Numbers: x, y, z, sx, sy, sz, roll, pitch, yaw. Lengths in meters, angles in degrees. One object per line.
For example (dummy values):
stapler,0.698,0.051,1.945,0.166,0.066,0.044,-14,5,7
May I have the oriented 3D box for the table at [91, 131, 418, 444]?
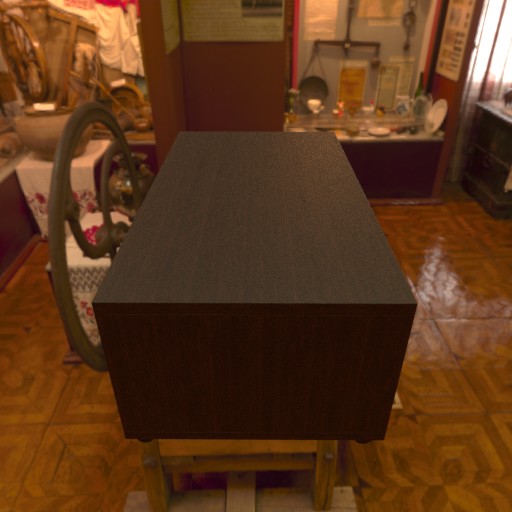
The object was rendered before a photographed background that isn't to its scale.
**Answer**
table,0.000,0.000,1.366,0.590,0.460,1.050,0,32,0
